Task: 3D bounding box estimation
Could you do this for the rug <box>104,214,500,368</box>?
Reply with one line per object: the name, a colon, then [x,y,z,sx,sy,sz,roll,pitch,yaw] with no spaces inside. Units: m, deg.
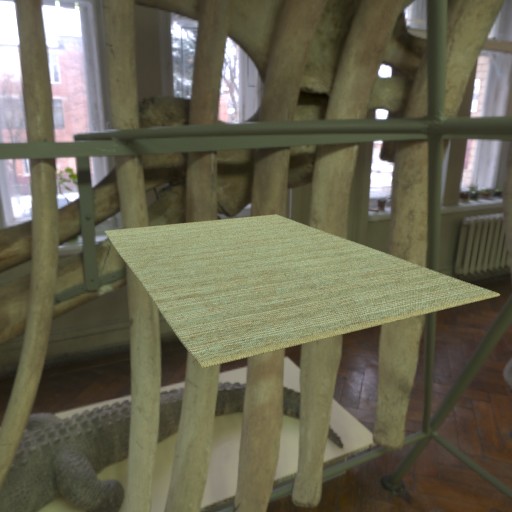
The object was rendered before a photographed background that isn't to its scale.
rug: [0.000,0.000,2.259,1.240,0.010,1.824,-8,18,-25]
